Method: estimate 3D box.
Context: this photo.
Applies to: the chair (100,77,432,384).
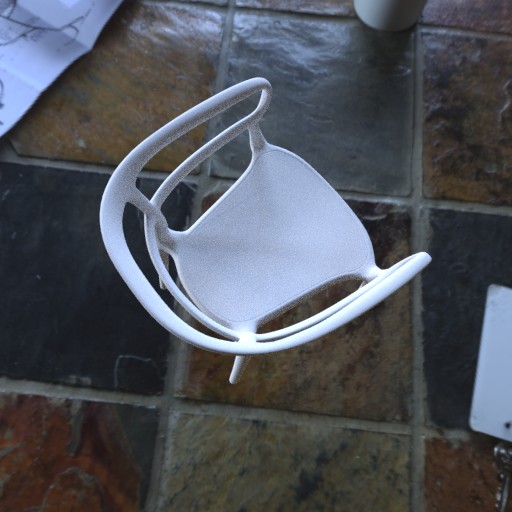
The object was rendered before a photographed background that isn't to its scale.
[{"bbox_3d":[0.000,0.000,1.130,0.527,0.761,0.559,-37,77,-10],"label":"chair"}]
